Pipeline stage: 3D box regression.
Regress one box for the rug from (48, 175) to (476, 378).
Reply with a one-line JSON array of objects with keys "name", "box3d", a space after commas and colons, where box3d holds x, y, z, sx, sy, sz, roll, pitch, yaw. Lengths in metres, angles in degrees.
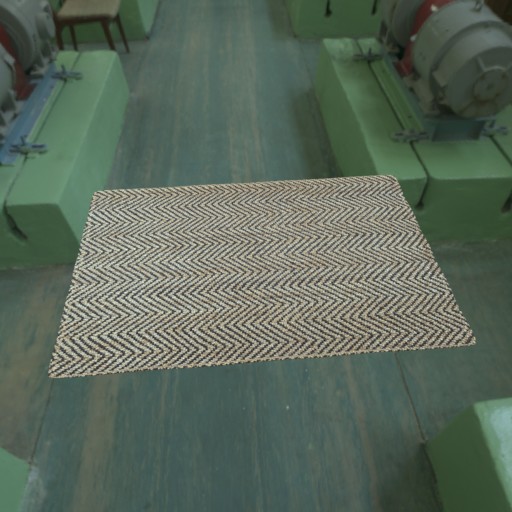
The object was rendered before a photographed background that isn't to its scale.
[{"name": "rug", "box3d": [0.000, 0.000, 2.277, 1.828, 0.008, 1.219, -4, 47, -3]}]
